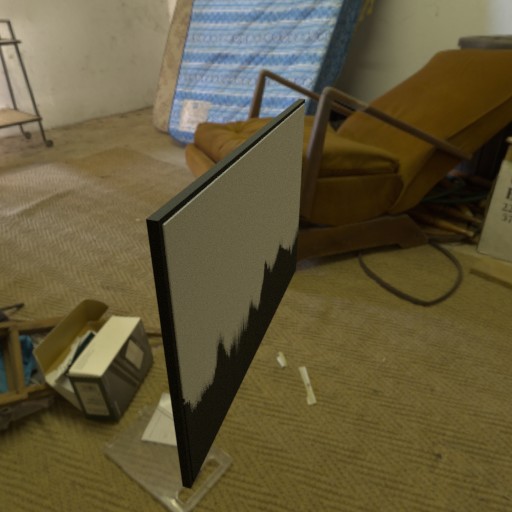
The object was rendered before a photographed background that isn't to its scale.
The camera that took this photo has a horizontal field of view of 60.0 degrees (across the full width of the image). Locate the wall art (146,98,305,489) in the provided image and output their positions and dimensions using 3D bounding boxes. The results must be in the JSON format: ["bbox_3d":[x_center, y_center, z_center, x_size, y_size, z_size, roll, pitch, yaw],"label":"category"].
[{"bbox_3d":[0.000,0.000,1.492,0.028,0.805,1.190,9,31,16],"label":"wall art"}]
